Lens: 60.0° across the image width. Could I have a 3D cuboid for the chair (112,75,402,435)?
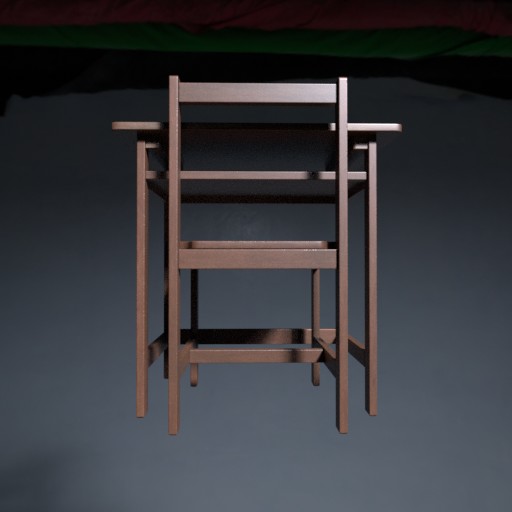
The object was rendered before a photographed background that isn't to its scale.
[{"bbox_3d":[0.000,0.000,1.061,0.599,0.673,0.463,0,-1,-1],"label":"chair"}]
